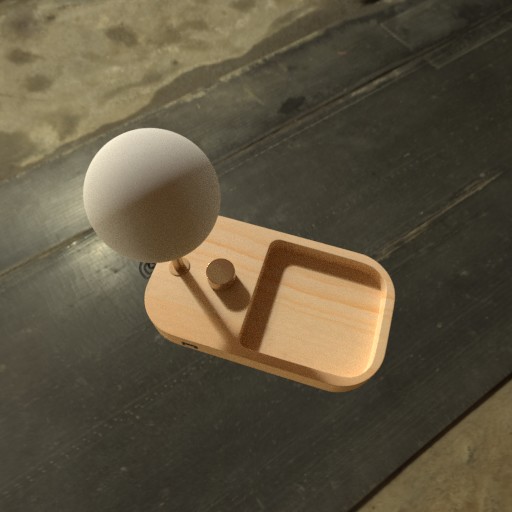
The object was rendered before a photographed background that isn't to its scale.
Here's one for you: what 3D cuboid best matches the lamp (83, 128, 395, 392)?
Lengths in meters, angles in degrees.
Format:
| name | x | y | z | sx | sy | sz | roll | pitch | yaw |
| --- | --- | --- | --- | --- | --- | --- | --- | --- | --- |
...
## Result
| name | x | y | z | sx | sy | sz | roll | pitch | yaw |
| --- | --- | --- | --- | --- | --- | --- | --- | --- | --- |
| lamp | 0.000 | 0.000 | 0.463 | 0.331 | 0.253 | 0.173 | 16 | 64 | 8 |
